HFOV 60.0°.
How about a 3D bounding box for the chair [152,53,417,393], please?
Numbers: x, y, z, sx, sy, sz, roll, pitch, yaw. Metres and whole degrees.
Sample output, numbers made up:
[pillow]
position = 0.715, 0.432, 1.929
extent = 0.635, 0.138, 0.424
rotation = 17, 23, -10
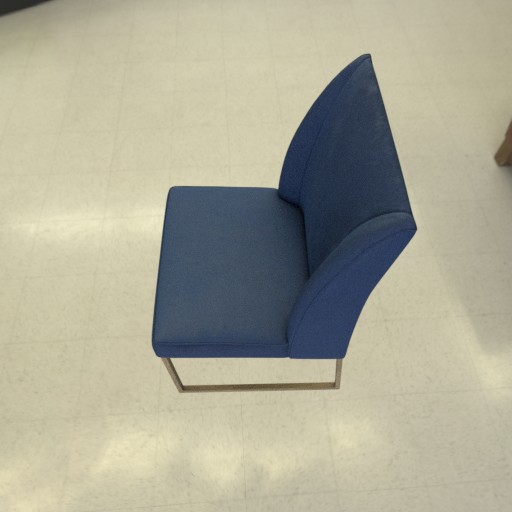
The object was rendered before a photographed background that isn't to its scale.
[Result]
[chair]
position = 0.000, 0.000, 1.175
extent = 0.522, 0.863, 0.508
rotation = -1, 58, -1
